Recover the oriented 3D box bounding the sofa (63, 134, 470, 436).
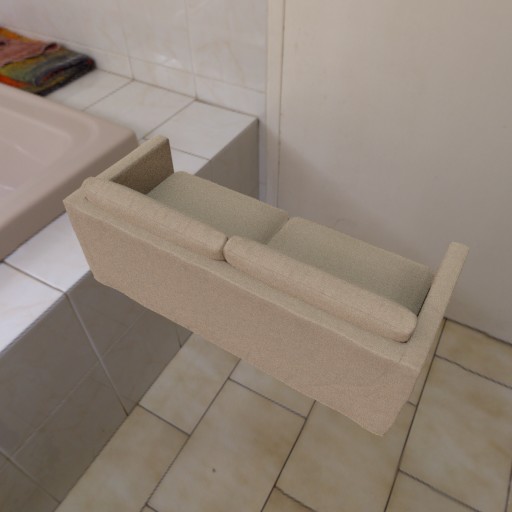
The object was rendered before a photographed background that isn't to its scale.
[{"bbox_3d":[0.000,0.000,2.836,2.312,0.853,0.962,24,51,21],"label":"sofa"}]
